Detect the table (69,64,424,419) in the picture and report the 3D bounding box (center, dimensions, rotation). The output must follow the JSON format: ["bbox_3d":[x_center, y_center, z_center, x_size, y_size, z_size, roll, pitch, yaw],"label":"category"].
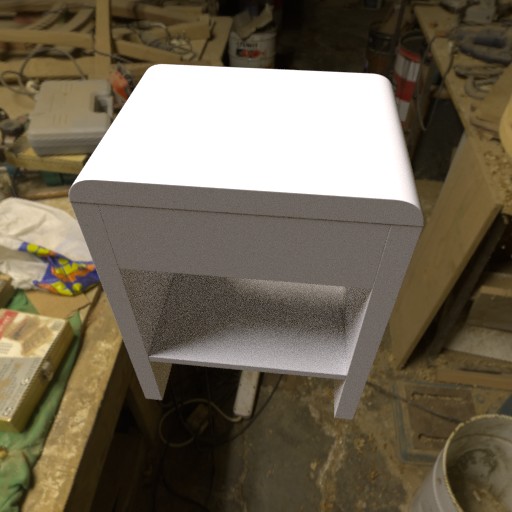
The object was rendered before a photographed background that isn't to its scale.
[{"bbox_3d":[0.000,0.000,0.864,0.450,0.590,0.350,4,46,4],"label":"table"}]
